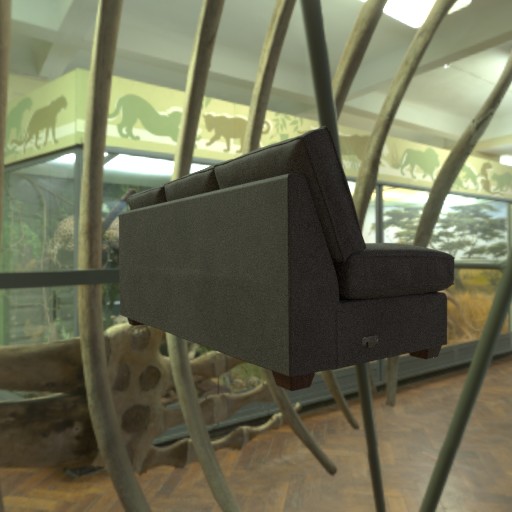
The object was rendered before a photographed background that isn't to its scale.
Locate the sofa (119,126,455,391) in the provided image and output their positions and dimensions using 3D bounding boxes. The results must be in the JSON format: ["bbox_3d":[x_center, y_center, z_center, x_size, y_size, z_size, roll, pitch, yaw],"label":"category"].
[{"bbox_3d":[0.000,0.000,2.614,1.027,0.973,1.962,0,1,-35],"label":"sofa"}]
